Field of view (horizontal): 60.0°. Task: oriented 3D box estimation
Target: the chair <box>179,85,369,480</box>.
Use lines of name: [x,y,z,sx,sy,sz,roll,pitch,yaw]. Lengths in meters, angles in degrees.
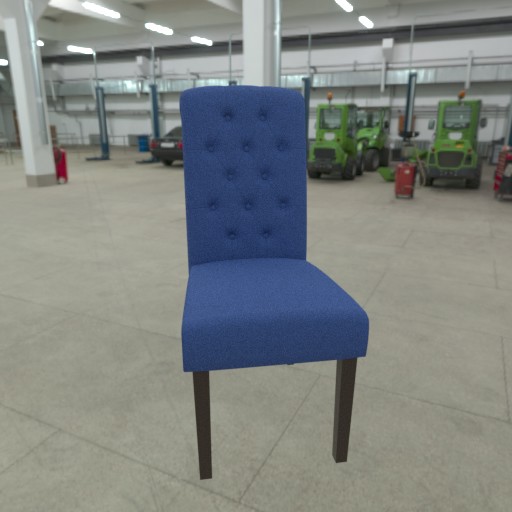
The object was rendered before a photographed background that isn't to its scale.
chair: [0.000,0.000,1.341,0.456,1.006,0.671,-3,17,-9]
